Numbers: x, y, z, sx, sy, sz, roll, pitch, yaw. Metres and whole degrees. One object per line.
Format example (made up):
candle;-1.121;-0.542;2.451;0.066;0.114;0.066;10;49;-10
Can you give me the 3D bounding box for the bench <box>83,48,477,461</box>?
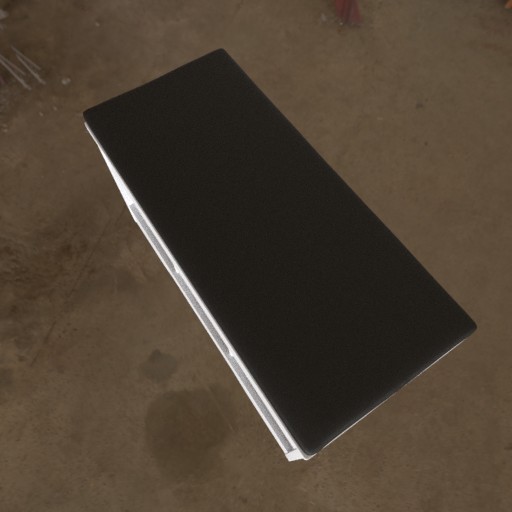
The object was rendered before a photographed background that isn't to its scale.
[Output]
bench;0.000;0.000;1.146;0.401;0.500;0.899;-31;68;-14
